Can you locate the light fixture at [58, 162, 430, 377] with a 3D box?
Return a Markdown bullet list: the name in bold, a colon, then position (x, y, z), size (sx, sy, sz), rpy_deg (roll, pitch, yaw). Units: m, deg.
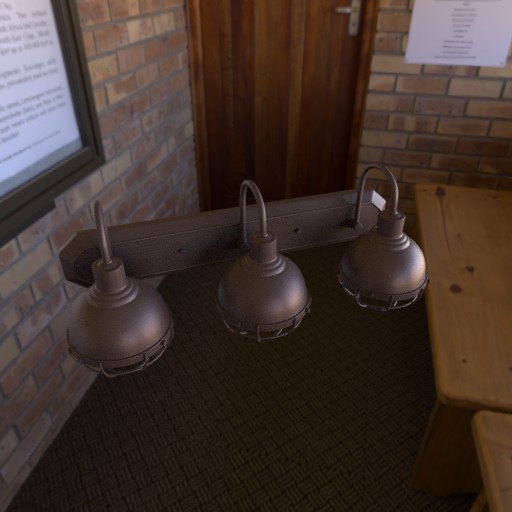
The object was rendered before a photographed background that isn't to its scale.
- **light fixture**: position (0.000, 0.000, 0.756), size (0.634, 0.254, 0.229), rpy_deg (-11, 34, -16)
